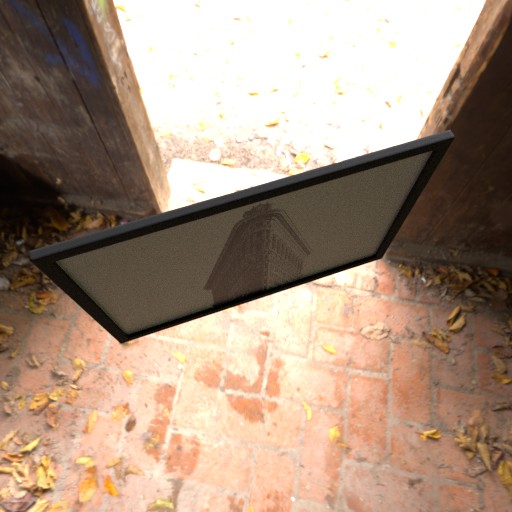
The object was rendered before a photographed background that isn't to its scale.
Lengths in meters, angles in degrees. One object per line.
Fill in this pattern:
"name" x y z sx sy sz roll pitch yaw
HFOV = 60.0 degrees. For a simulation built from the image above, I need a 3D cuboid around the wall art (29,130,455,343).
"wall art" 0.000 0.000 1.249 0.958 0.656 0.026 -17 66 -8
